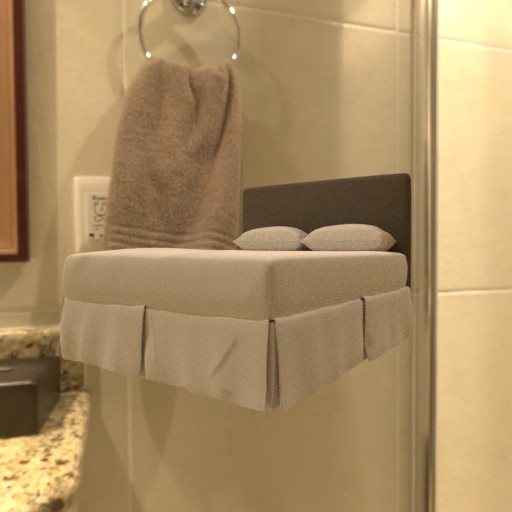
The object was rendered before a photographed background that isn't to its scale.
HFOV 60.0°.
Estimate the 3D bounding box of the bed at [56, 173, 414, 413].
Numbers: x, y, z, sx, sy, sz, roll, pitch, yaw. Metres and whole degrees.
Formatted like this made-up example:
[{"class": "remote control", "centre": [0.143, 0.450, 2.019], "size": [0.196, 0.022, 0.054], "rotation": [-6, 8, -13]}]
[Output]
[{"class": "bed", "centre": [0.000, 0.000, 3.180], "size": [1.723, 1.330, 2.142], "rotation": [1, 1, 35]}]
